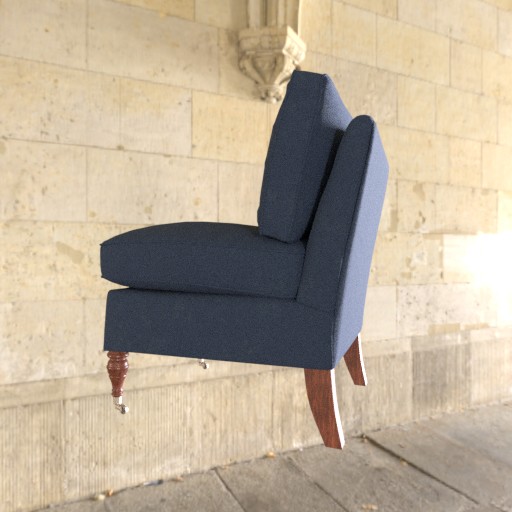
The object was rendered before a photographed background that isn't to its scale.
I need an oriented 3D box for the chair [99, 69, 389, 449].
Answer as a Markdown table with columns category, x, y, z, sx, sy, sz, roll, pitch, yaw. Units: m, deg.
| category | x | y | z | sx | sy | sz | roll | pitch | yaw |
| --- | --- | --- | --- | --- | --- | --- | --- | --- | --- |
| chair | 0.000 | 0.000 | 1.643 | 0.912 | 1.052 | 0.724 | 0 | 0 | 20 |
